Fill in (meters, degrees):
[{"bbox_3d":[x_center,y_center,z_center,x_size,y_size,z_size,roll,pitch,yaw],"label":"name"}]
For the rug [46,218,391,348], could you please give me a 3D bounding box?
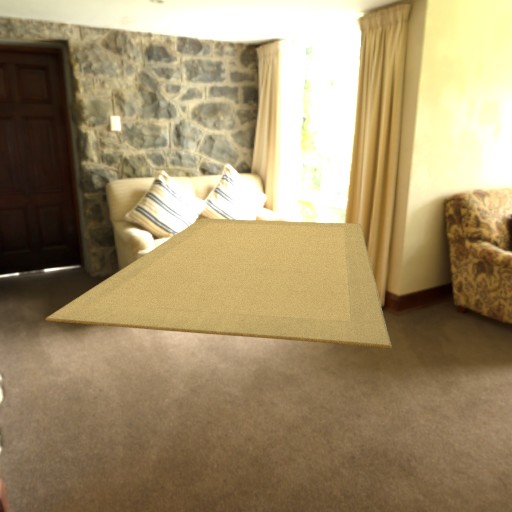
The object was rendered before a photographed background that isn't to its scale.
[{"bbox_3d":[0.000,0.000,3.044,1.524,0.014,2.438,3,16,10],"label":"rug"}]
